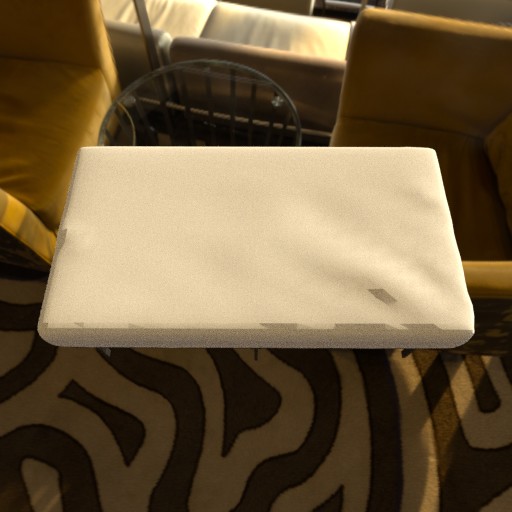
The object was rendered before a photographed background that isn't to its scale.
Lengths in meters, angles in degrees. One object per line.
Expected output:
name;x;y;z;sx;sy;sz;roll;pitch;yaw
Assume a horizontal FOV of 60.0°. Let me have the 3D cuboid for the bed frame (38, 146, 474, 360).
bed frame;0.000;0.000;2.339;1.908;0.640;1.025;0;64;0
